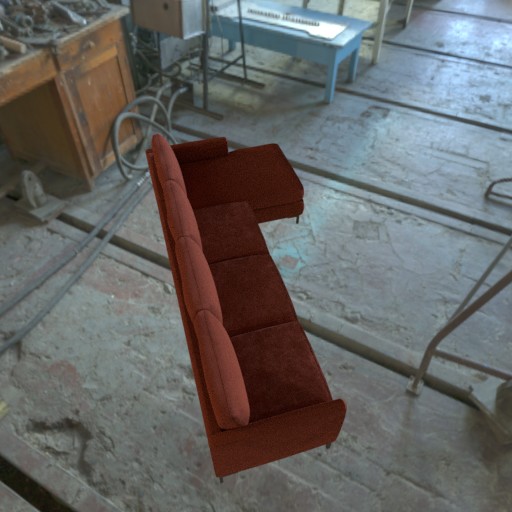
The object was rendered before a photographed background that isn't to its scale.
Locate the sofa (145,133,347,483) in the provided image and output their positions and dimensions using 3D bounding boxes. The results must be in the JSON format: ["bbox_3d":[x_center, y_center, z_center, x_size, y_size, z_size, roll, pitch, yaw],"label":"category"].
[{"bbox_3d":[0.000,0.000,3.523,1.350,0.810,2.932,-12,48,-11],"label":"sofa"}]
